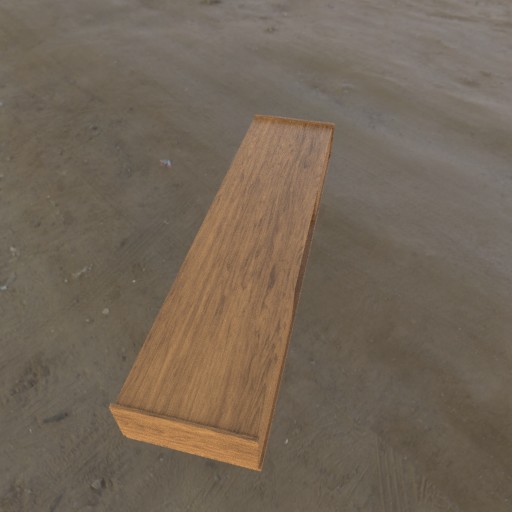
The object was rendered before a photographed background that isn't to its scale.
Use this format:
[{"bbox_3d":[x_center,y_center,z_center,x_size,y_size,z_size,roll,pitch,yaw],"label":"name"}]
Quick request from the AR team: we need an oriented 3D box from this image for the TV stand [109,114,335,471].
[{"bbox_3d":[0.000,0.000,2.028,0.467,0.415,1.796,10,47,9],"label":"TV stand"}]
